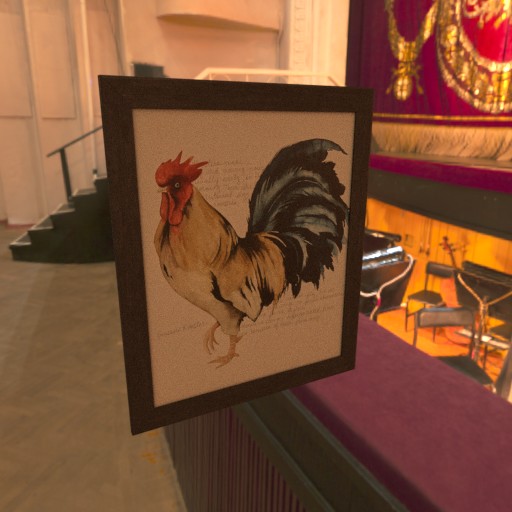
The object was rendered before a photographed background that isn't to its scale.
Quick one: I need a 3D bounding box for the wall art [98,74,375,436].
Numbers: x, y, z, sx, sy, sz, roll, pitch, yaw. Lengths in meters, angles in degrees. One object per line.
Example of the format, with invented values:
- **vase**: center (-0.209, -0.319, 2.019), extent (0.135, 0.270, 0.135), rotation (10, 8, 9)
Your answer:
- **wall art**: center (0.000, 0.000, 0.779), extent (0.476, 0.570, 0.013), rotation (-8, 18, -26)
